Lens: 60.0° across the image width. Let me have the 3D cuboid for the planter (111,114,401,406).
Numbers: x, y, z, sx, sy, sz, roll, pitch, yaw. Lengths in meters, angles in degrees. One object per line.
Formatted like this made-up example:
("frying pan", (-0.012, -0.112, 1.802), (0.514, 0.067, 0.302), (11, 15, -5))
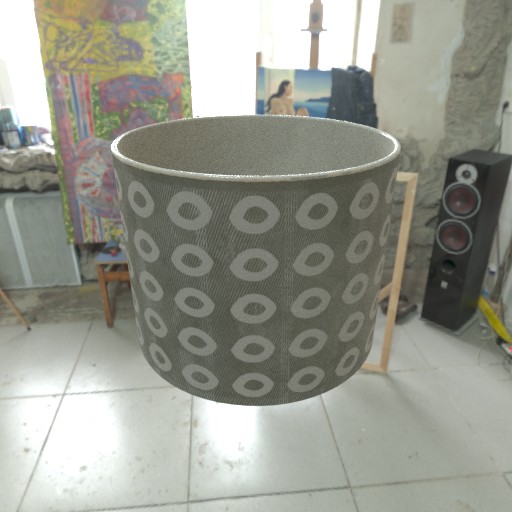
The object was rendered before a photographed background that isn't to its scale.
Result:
("planter", (0.000, 0.000, 0.451), (0.250, 0.239, 0.250), (0, 27, 0))
